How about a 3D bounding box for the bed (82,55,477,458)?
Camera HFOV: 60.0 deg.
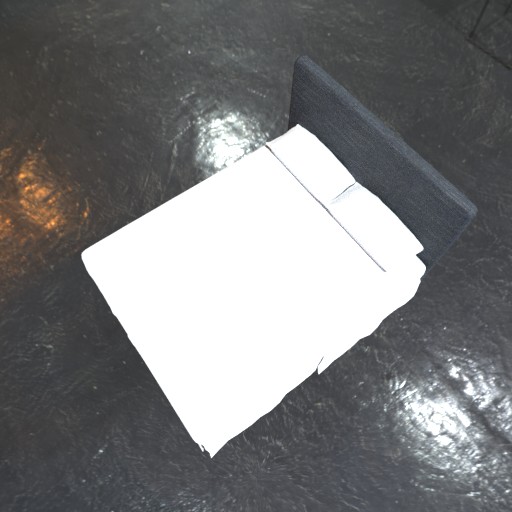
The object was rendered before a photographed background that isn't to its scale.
[{"bbox_3d":[0.000,0.000,3.184,2.142,1.330,1.723,-33,68,-15],"label":"bed"}]
